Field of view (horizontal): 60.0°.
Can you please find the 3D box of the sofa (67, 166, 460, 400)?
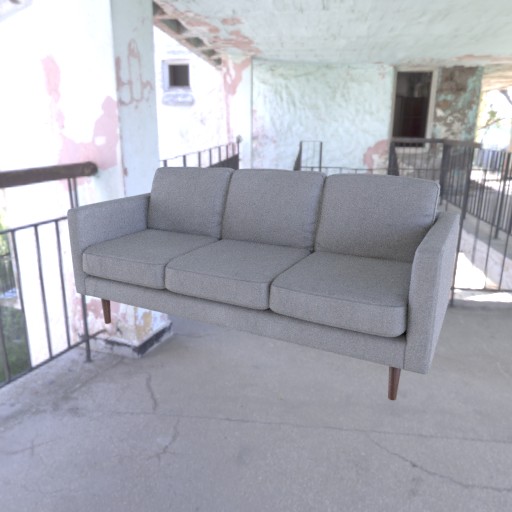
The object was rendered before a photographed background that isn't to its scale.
[{"bbox_3d":[0.000,0.000,2.489,1.983,0.918,0.944,8,18,26],"label":"sofa"}]
